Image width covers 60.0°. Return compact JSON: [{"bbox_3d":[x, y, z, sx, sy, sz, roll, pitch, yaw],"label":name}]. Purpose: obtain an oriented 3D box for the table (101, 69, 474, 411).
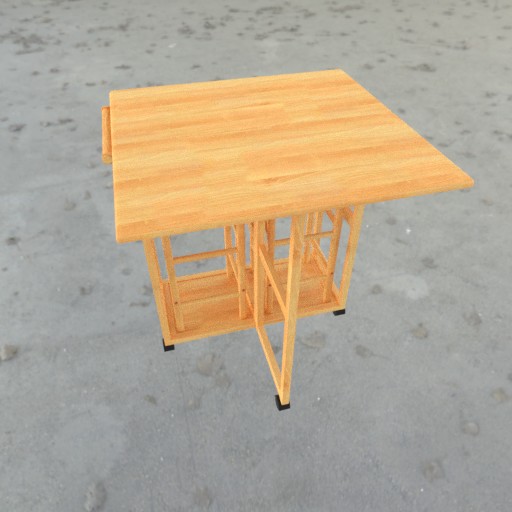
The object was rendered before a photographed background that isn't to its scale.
[{"bbox_3d":[0.000,0.000,1.361,0.752,0.832,0.693,-10,42,-11],"label":"table"}]
